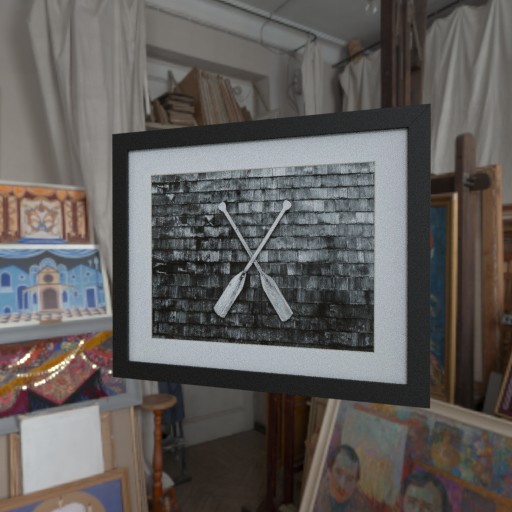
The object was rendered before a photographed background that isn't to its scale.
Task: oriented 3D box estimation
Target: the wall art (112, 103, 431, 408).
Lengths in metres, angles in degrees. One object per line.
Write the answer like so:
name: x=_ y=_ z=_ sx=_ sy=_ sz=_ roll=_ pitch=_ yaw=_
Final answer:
wall art: x=0.000 y=0.000 z=0.762 sx=0.558 sy=0.457 sz=0.029 roll=0 pitch=0 yaw=18
